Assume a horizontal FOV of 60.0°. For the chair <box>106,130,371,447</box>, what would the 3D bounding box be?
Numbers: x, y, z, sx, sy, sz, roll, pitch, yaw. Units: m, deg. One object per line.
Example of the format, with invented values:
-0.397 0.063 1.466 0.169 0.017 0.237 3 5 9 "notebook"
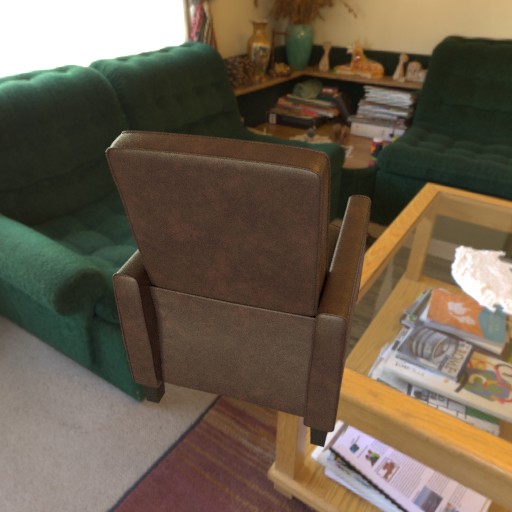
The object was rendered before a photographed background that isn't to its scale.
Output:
0.000 0.000 1.514 0.705 1.013 0.746 9 34 14 "chair"
